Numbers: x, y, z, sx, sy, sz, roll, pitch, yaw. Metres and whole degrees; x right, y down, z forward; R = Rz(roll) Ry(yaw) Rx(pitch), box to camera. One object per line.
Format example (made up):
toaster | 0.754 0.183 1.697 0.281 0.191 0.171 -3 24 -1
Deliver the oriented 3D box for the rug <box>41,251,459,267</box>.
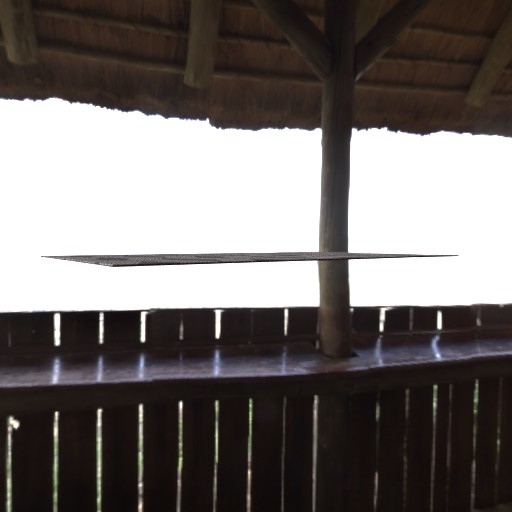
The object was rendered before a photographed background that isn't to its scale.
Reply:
rug | 0.000 0.000 3.031 2.435 0.011 1.517 -1 2 -35
